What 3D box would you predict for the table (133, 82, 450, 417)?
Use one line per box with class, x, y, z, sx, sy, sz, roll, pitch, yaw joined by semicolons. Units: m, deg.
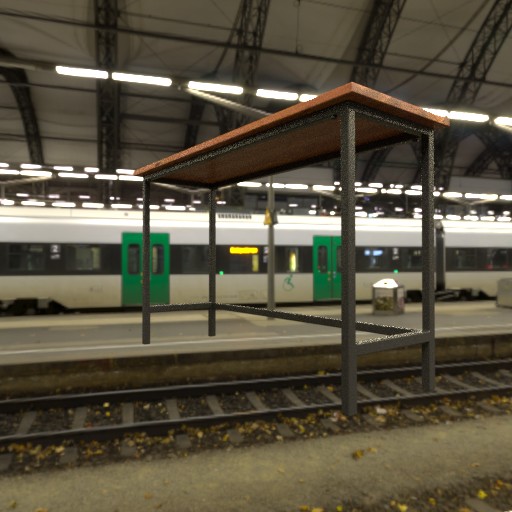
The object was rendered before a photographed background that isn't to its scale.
table;0.000;0.000;1.556;0.408;0.740;1.204;1;-1;-38
